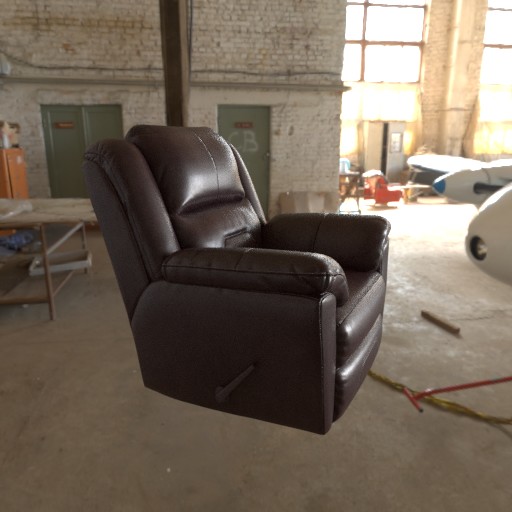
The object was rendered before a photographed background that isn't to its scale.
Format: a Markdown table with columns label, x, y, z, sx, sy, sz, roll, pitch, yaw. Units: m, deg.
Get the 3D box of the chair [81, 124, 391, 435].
| label | x | y | z | sx | sy | sz | roll | pitch | yaw |
| --- | --- | --- | --- | --- | --- | --- | --- | --- | --- |
| chair | 0.000 | 0.000 | 1.920 | 1.041 | 1.093 | 0.990 | 8 | 17 | 27 |
